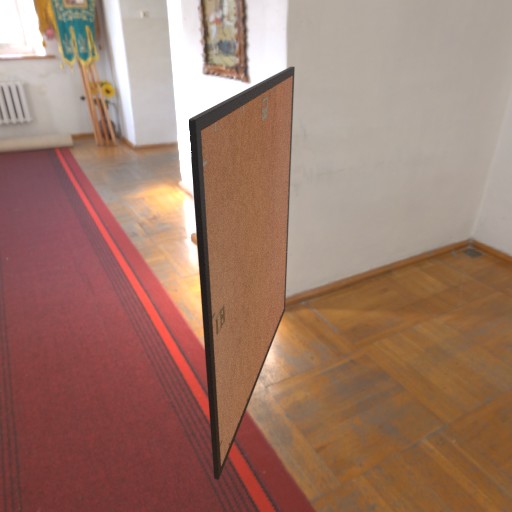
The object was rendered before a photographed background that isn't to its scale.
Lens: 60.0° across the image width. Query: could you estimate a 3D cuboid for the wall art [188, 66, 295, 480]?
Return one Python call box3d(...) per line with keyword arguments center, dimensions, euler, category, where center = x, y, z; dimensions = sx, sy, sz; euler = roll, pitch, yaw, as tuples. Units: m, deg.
box3d(center=(0.000, 0.000, 0.907), dimensions=(0.018, 0.660, 0.559), euler=(8, 30, 14), category="wall art")
